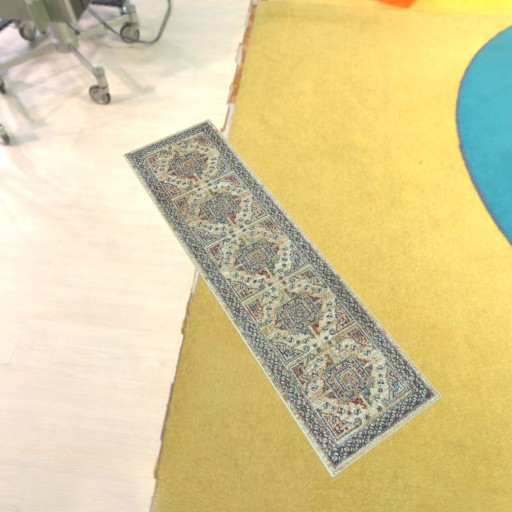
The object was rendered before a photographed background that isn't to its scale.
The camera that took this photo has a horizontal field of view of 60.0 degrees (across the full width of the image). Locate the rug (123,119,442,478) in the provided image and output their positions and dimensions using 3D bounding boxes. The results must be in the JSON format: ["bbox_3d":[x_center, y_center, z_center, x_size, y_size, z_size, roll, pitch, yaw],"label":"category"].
[{"bbox_3d":[0.000,0.000,2.546,0.661,0.013,2.297,-28,62,-16],"label":"rug"}]
